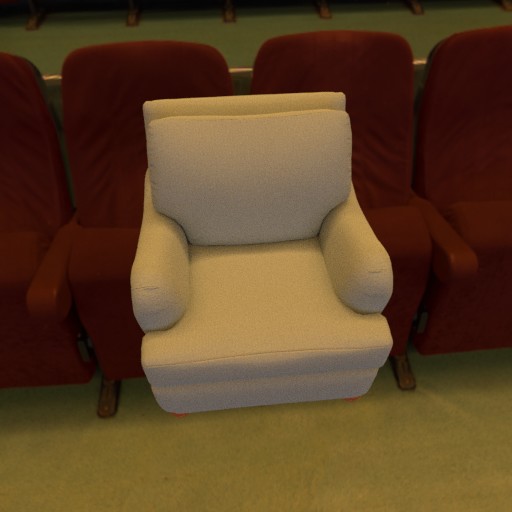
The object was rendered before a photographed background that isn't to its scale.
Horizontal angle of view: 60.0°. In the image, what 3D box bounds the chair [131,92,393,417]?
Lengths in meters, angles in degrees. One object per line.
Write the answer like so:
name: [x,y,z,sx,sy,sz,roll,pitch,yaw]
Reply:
chair: [0.000,0.000,1.916,0.955,1.038,1.070,-4,47,-4]
